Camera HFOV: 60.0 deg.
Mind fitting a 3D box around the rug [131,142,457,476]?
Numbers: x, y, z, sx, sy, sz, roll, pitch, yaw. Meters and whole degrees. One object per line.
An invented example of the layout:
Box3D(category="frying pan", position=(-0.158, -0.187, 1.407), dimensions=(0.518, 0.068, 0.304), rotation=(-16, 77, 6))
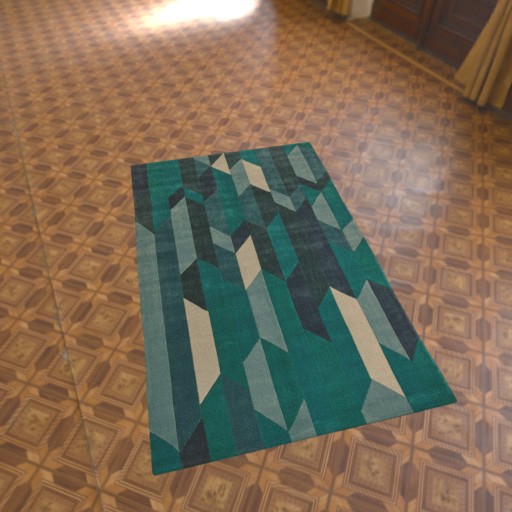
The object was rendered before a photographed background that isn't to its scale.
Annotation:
Box3D(category="rug", position=(0.000, 0.000, 2.911), dimensions=(1.528, 0.005, 2.420), rotation=(-10, 48, -9))
